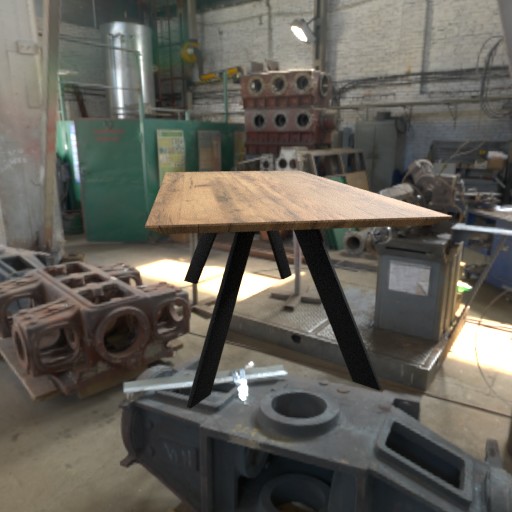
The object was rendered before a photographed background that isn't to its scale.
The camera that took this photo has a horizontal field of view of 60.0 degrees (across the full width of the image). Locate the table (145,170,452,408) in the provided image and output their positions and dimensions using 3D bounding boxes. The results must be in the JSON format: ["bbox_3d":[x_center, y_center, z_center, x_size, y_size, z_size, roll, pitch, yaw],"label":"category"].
[{"bbox_3d":[0.000,0.000,2.456,1.000,0.770,2.000,-2,15,-9],"label":"table"}]
